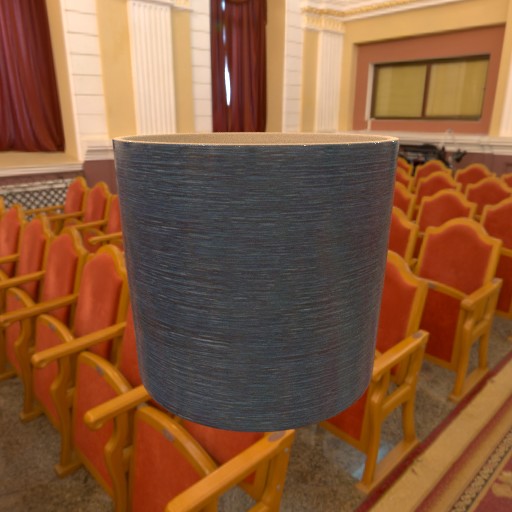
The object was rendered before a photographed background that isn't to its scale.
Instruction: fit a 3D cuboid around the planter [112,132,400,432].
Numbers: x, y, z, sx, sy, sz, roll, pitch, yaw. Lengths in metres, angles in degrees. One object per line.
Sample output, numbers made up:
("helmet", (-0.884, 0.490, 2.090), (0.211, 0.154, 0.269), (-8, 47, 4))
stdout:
("planter", (0.000, 0.000, 0.387), (0.221, 0.201, 0.221), (0, 17, 0))
